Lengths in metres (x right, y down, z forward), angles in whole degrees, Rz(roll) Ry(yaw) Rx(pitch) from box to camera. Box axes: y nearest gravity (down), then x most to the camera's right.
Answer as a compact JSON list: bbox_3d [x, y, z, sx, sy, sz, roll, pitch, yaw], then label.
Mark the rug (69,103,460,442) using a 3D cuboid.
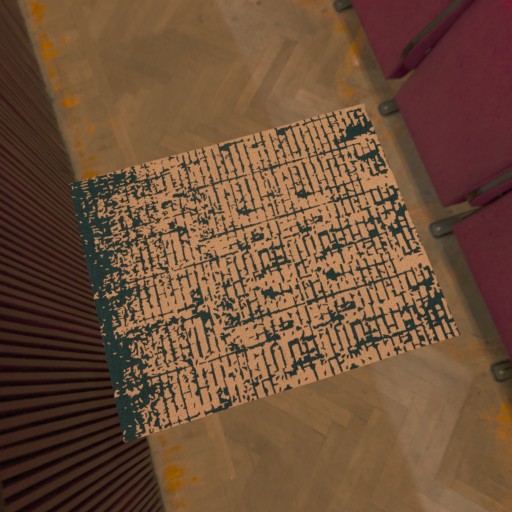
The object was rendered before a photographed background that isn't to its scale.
[{"bbox_3d":[0.000,0.000,4.071,3.017,0.014,2.416,-16,76,-4],"label":"rug"}]
